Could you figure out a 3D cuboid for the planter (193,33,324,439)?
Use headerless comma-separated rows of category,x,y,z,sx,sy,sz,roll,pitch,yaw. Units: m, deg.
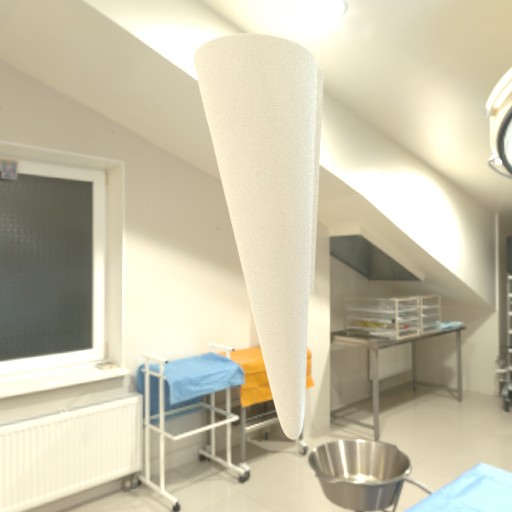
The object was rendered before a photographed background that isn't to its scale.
planter,0.000,0.000,0.221,0.064,0.193,0.057,0,-1,-36
